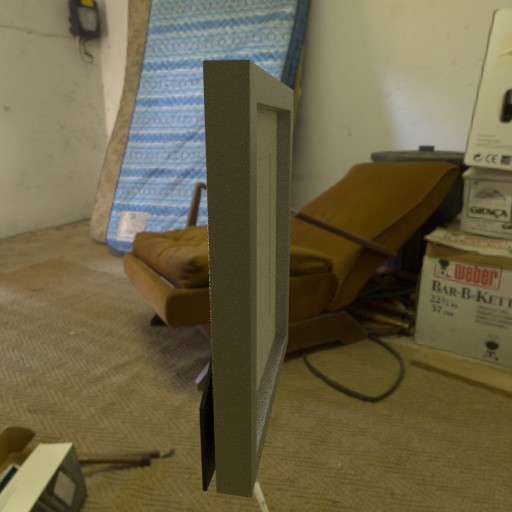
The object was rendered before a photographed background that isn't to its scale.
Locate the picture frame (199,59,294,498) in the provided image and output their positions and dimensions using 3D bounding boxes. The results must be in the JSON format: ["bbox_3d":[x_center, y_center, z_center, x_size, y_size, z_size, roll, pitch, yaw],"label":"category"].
[{"bbox_3d":[0.000,0.000,0.381,0.036,0.282,0.233,3,17,10],"label":"picture frame"}]
